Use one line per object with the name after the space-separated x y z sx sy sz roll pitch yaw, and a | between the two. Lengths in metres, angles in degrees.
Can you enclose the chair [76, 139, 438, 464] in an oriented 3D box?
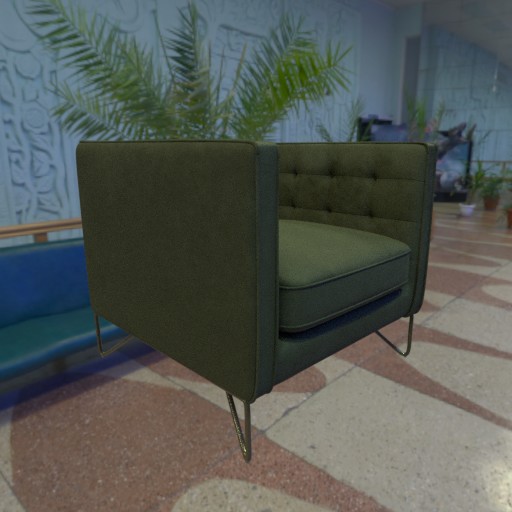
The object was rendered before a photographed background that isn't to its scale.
0.000 0.000 1.563 0.880 0.790 0.894 -13 19 -43 | chair
